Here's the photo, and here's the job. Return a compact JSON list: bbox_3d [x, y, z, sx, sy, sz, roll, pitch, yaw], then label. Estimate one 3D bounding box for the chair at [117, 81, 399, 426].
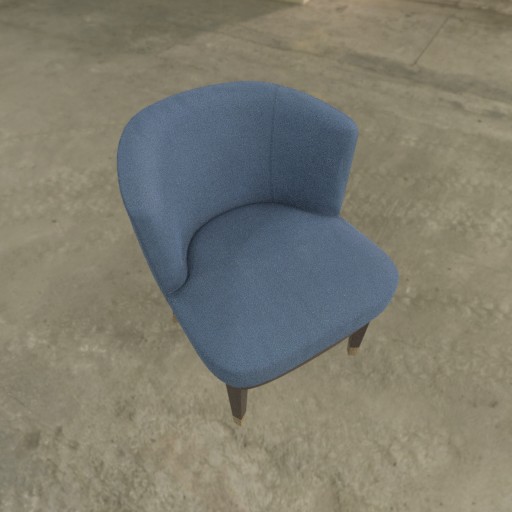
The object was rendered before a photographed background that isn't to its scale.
[{"bbox_3d":[0.000,0.000,1.323,0.661,0.760,0.702,-25,51,-22],"label":"chair"}]
